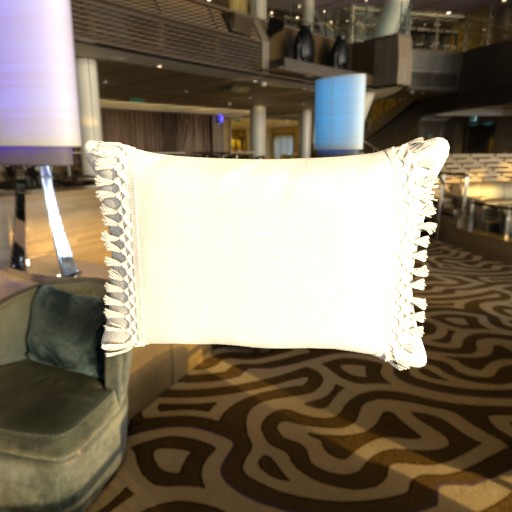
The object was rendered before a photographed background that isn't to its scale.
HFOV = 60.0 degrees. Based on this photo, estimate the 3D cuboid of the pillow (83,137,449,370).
[{"bbox_3d":[0.000,0.000,0.591,0.466,0.305,0.084,2,13,8],"label":"pillow"}]
